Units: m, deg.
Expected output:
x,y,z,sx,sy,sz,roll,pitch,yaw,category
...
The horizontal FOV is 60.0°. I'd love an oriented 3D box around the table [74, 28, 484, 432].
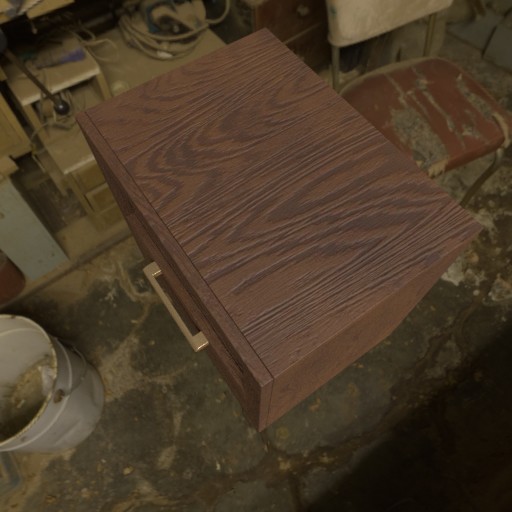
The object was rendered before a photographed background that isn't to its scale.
x,y,z,sx,sy,sz,roll,pitch,yaw,category
0.000,0.000,0.966,0.439,0.585,0.560,-32,67,-15,table
